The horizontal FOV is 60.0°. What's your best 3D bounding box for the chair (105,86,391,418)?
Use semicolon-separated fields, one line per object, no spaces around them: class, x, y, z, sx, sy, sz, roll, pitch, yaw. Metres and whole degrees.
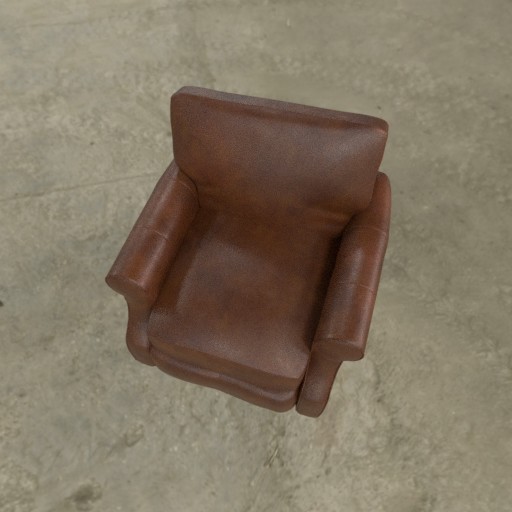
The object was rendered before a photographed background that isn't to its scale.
chair;0.000;0.000;1.816;0.989;0.972;0.992;15;59;9
